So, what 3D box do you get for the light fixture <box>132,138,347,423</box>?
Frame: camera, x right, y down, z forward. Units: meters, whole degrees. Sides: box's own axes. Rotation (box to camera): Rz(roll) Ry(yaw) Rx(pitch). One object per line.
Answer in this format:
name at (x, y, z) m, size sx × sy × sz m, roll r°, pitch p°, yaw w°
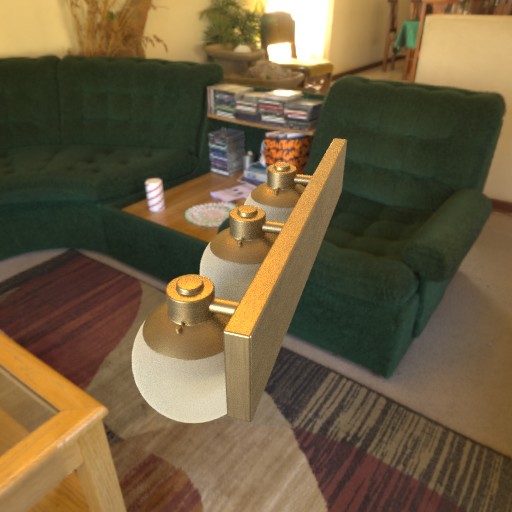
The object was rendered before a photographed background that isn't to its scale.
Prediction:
light fixture at (0.000, 0.000, 0.837) m, size 0.218 × 0.263 × 0.721 m, roll 9°, pitch 32°, yaw 15°
